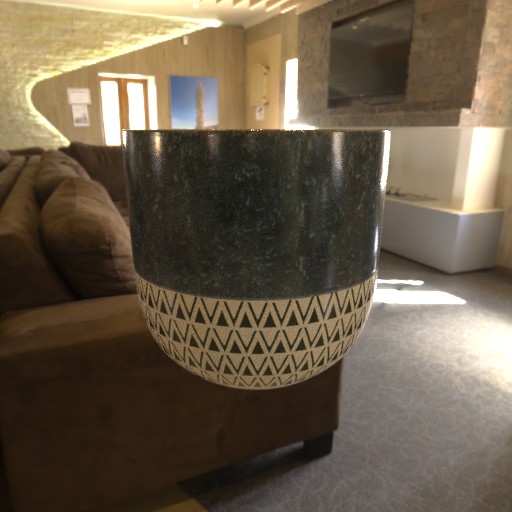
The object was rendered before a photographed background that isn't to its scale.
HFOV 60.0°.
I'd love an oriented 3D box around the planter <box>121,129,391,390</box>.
[{"bbox_3d":[0.000,0.000,0.491,0.266,0.270,0.266,0,16,0],"label":"planter"}]
